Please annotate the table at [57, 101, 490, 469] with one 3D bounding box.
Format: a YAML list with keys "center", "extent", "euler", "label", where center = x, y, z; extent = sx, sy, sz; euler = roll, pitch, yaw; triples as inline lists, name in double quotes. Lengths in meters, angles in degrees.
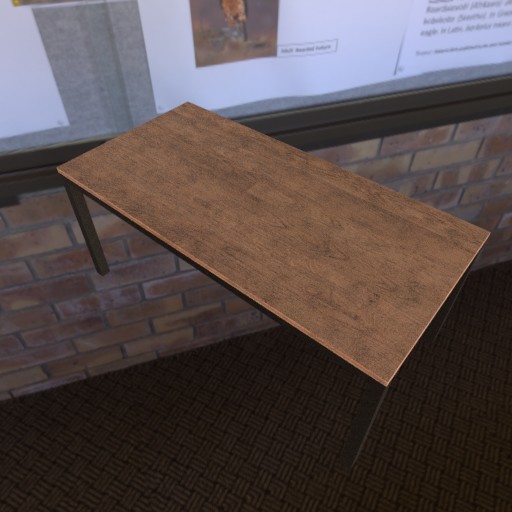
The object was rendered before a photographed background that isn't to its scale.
- center: [0.000, 0.000, 2.288]
  extent: [1.805, 0.767, 0.893]
  euler: [31, 53, 27]
  label: "table"
